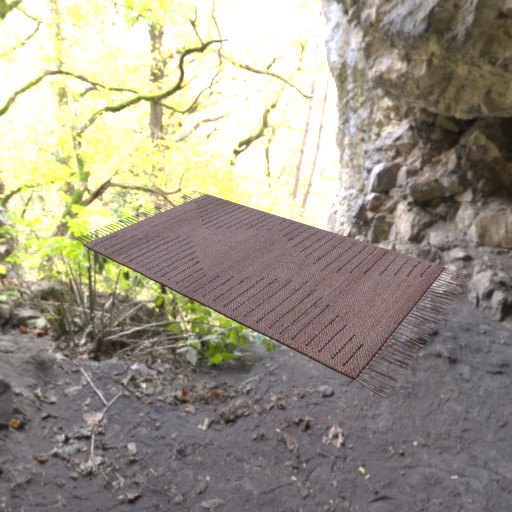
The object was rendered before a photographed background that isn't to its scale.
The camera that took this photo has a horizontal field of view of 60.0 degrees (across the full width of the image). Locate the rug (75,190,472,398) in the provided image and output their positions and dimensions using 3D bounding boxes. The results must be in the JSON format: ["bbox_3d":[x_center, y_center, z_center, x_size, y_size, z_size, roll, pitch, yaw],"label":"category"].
[{"bbox_3d":[0.000,0.000,2.097,1.718,0.017,0.905,21,35,33],"label":"rug"}]
